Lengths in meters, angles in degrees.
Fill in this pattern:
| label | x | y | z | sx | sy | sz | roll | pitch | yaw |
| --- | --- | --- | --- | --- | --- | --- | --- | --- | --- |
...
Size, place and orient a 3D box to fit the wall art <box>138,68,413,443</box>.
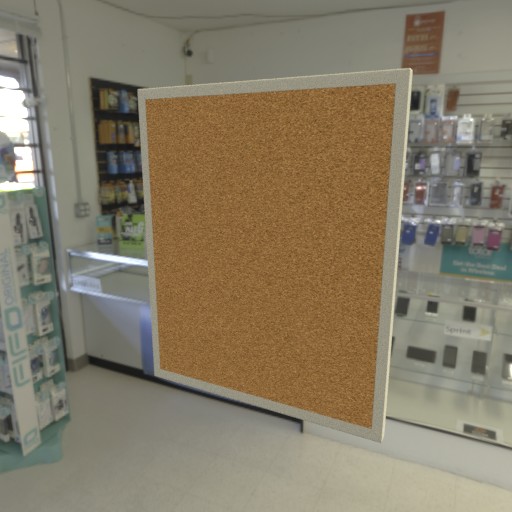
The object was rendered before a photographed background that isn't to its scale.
| label | x | y | z | sx | sy | sz | roll | pitch | yaw |
| --- | --- | --- | --- | --- | --- | --- | --- | --- | --- |
| wall art | 0.000 | 0.000 | 0.724 | 0.444 | 0.536 | 0.020 | 7 | 15 | 27 |
